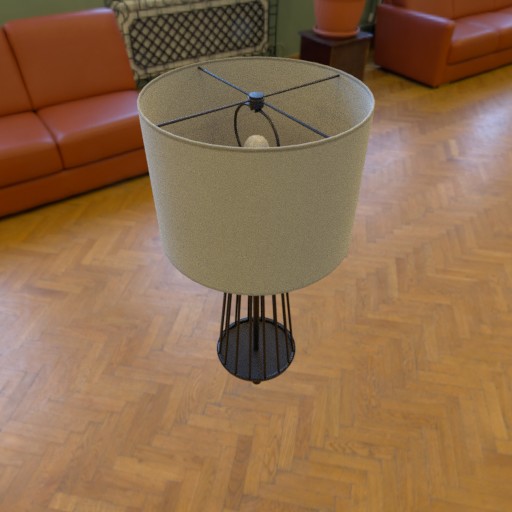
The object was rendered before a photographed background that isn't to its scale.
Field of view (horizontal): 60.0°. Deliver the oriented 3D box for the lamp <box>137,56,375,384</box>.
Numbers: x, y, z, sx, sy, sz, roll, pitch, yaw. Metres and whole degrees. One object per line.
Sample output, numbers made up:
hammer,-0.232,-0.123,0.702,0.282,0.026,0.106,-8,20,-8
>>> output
lamp,0.000,0.000,0.805,0.322,0.593,0.322,-25,47,-26
